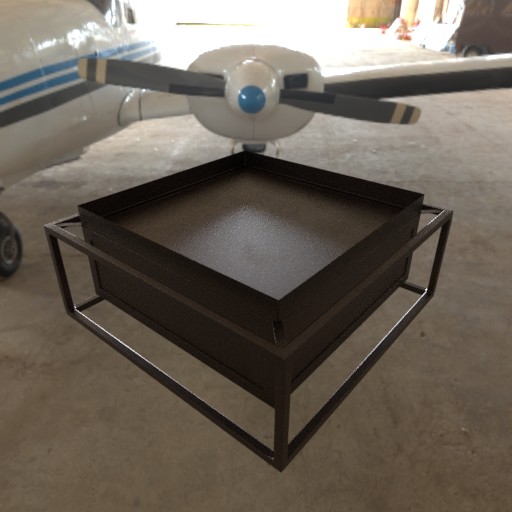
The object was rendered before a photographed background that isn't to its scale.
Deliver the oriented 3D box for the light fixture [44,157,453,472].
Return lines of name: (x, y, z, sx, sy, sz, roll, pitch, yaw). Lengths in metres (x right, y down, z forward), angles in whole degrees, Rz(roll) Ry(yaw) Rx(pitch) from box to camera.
light fixture: (0.000, 0.000, 0.703, 0.441, 0.191, 0.441, 22, 36, 34)
